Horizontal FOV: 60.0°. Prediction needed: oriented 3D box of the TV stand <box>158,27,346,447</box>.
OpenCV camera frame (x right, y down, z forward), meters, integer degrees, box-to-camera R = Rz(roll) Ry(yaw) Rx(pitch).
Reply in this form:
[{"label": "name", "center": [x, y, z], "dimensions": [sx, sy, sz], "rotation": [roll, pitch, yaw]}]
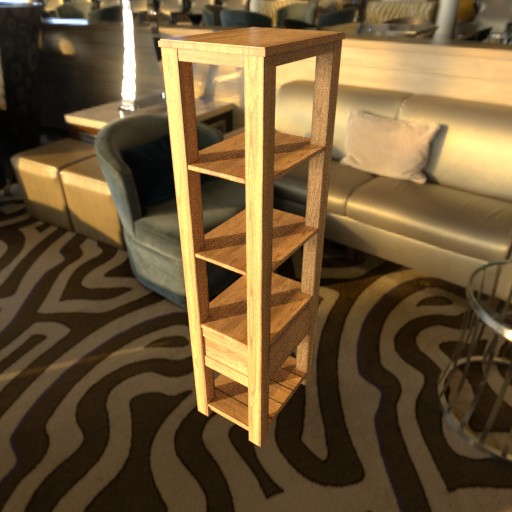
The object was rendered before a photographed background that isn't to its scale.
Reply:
[{"label": "TV stand", "center": [0.000, 0.000, 2.042], "dimensions": [0.435, 1.828, 0.565], "rotation": [19, 36, 28]}]
